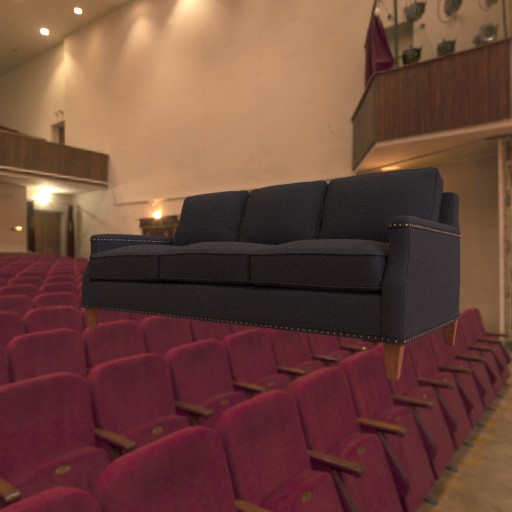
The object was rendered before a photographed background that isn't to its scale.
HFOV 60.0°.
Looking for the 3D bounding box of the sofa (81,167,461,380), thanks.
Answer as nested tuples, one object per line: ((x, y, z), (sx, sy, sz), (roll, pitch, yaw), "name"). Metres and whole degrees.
((0.000, 0.000, 2.800), (2.246, 1.003, 1.084), (0, -1, 37), "sofa")
